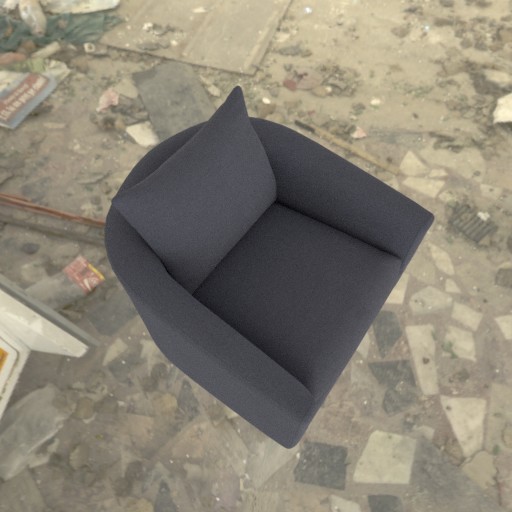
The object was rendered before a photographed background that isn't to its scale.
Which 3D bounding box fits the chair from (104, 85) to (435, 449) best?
[{"bbox_3d":[0.000,0.000,1.572,0.910,0.848,0.845,31,63,18],"label":"chair"}]
